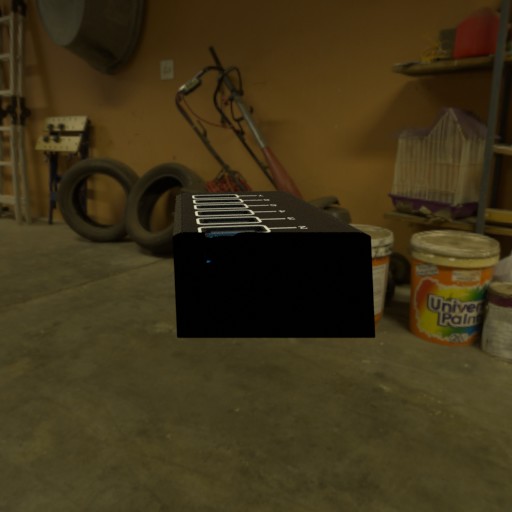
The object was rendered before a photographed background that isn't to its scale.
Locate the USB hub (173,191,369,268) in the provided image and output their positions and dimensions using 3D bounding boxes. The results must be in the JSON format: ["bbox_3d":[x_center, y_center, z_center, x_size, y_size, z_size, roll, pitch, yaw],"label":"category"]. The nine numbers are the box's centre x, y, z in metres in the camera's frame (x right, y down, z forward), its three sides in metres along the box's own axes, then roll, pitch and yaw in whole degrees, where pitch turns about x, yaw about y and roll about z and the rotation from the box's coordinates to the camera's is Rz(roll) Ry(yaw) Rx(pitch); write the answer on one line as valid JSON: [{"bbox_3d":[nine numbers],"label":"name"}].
[{"bbox_3d":[0.000,0.000,0.124,0.044,0.023,0.110,-2,15,-9],"label":"USB hub"}]
